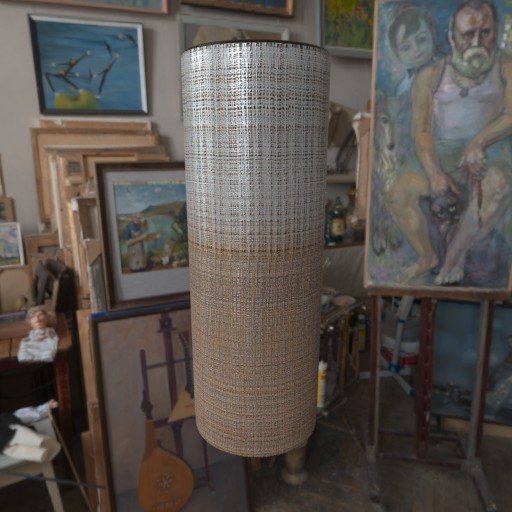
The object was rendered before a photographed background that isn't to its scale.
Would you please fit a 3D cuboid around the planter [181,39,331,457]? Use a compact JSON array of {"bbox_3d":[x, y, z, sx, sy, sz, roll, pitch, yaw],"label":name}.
[{"bbox_3d":[0.000,0.000,0.331,0.099,0.278,0.099,7,17,26],"label":"planter"}]
